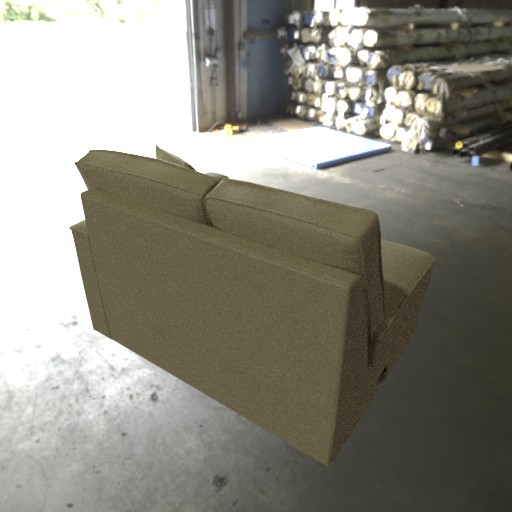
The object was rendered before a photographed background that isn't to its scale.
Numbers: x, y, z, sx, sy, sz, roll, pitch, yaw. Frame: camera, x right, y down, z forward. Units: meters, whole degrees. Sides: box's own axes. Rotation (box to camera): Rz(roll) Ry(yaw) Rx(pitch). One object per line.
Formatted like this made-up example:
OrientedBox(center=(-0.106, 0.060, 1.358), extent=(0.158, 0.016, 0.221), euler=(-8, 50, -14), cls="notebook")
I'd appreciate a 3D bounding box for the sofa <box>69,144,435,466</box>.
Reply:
OrientedBox(center=(0.000, 0.000, 2.049), extent=(1.388, 0.989, 0.991), euler=(19, 34, 31), cls="sofa")
